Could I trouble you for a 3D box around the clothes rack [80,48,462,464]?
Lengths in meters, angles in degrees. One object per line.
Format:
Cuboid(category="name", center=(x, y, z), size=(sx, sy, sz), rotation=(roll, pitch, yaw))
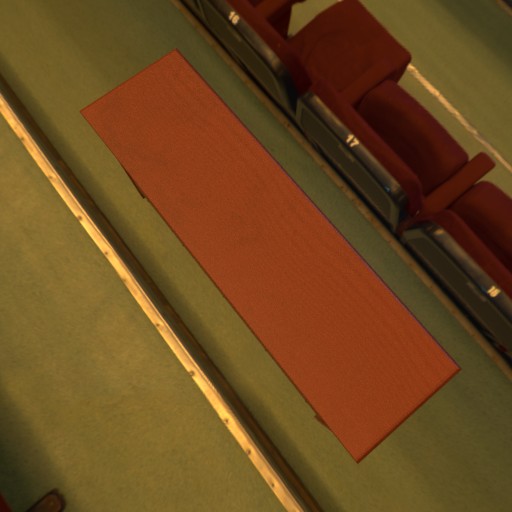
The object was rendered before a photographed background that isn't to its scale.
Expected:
Cuboid(category="clothes rack", center=(0.000, 0.000, 1.510), size=(0.362, 0.594, 1.251), rotation=(-38, 78, -9))
